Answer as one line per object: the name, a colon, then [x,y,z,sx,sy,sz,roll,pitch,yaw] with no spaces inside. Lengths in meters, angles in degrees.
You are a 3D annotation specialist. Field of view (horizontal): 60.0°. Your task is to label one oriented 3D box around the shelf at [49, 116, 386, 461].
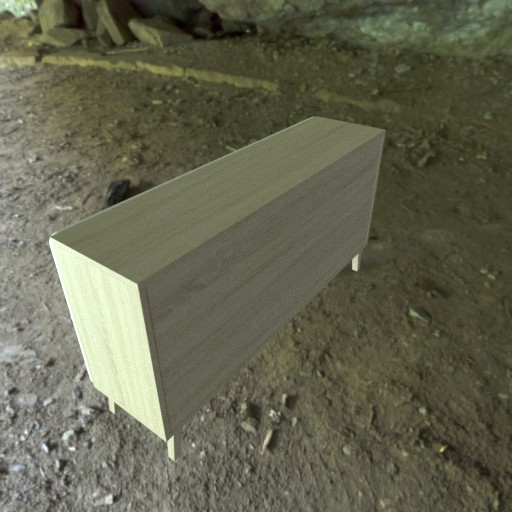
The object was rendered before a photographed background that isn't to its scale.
shelf: [0.000,0.000,1.880,0.400,0.780,1.490,22,39,30]
